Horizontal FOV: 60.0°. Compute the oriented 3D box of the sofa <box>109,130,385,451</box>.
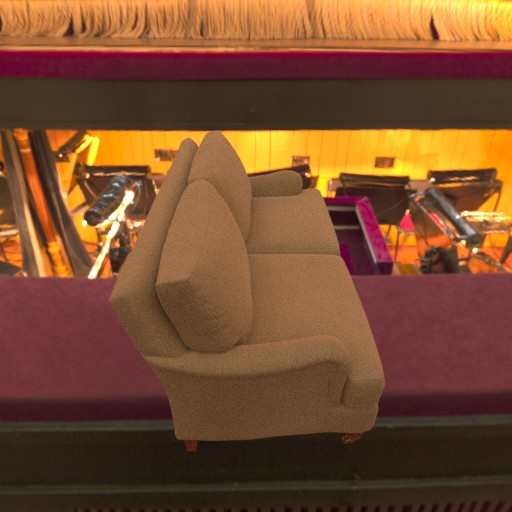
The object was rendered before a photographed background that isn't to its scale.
[{"bbox_3d":[0.000,0.000,2.653,1.091,0.997,2.070,0,31,0],"label":"sofa"}]
